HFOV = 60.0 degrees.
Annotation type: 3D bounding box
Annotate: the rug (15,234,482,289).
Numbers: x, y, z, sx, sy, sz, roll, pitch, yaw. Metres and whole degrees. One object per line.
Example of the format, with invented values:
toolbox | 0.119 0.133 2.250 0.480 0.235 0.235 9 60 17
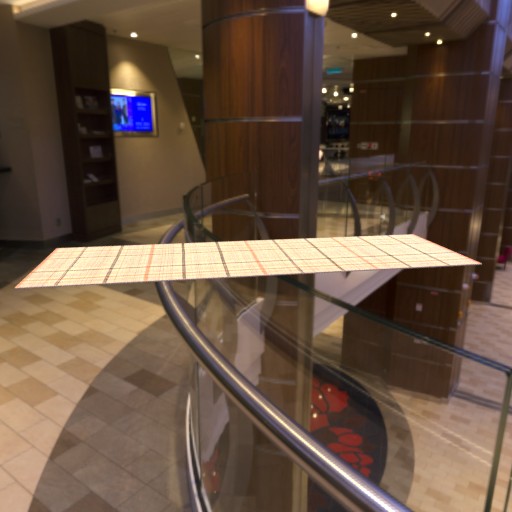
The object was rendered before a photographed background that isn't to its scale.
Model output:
rug | 0.000 0.000 2.650 2.439 0.008 0.762 -3 16 -9
